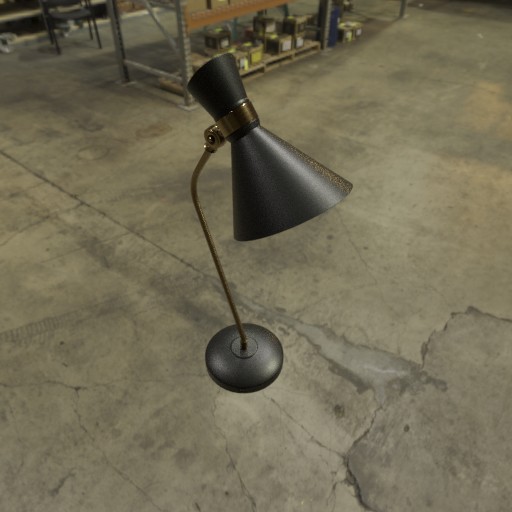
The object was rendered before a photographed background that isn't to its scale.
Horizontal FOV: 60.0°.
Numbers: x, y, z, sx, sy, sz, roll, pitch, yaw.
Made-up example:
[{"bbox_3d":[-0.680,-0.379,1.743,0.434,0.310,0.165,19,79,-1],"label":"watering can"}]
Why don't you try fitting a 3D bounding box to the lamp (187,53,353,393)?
[{"bbox_3d":[0.000,0.000,0.767,0.292,0.647,0.189,28,48,28],"label":"lamp"}]
